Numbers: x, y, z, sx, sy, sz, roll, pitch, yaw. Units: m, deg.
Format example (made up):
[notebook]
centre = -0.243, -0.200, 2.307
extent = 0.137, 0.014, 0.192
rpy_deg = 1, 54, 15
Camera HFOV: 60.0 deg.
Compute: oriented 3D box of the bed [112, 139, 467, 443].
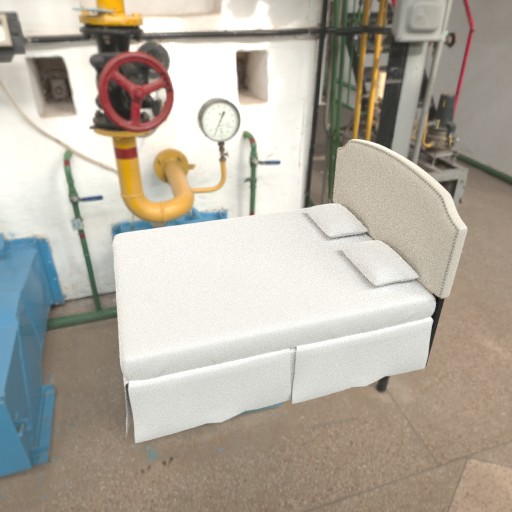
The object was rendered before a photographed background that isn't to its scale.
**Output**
[bed]
centre = 0.000, 0.000, 3.051
extent = 1.999, 1.270, 1.558
rpy_deg = -9, 32, -14
